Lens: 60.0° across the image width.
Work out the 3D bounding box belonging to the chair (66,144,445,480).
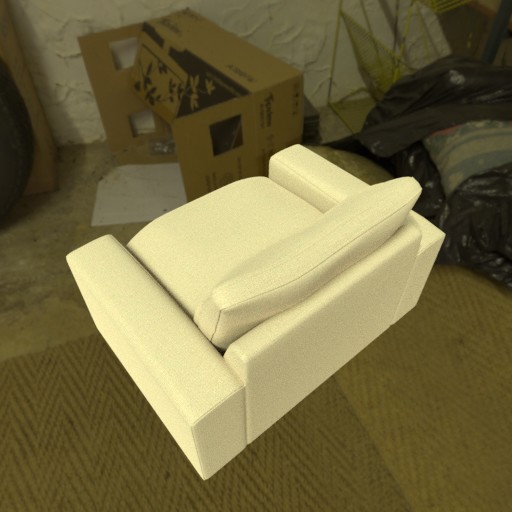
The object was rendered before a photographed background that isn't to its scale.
[{"bbox_3d":[0.000,0.000,2.049,1.398,0.915,1.039,-31,54,-26],"label":"chair"}]
